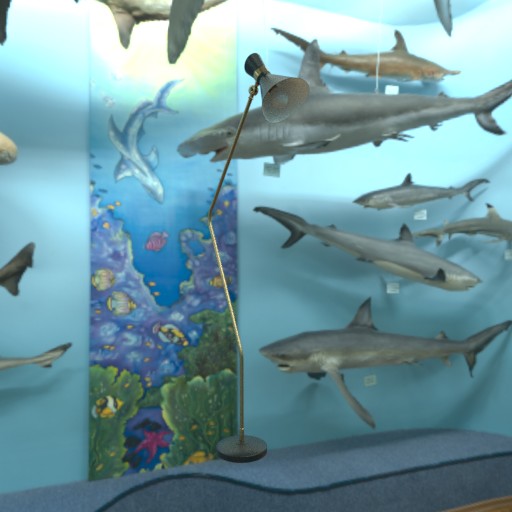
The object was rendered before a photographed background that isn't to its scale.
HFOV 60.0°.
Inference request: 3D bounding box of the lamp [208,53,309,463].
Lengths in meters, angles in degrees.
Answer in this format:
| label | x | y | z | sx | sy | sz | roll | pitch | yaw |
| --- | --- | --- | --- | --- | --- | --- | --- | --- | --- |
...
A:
| label | x | y | z | sx | sy | sz | roll | pitch | yaw |
| --- | --- | --- | --- | --- | --- | --- | --- | --- | --- |
| lamp | 0.000 | 0.000 | 1.620 | 0.277 | 1.438 | 0.467 | 0 | 0 | -18 |
